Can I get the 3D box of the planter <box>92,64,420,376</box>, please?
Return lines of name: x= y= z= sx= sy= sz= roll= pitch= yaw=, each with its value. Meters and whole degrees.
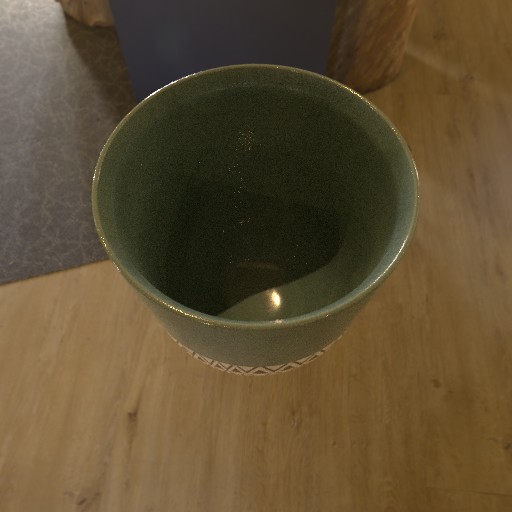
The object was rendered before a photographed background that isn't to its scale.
planter: x=0.000 y=0.000 z=0.365 sx=0.198 sy=0.214 sz=0.198 roll=0 pitch=62 yaw=0
